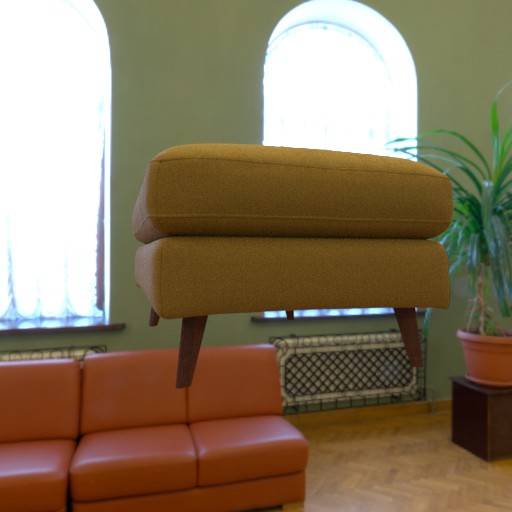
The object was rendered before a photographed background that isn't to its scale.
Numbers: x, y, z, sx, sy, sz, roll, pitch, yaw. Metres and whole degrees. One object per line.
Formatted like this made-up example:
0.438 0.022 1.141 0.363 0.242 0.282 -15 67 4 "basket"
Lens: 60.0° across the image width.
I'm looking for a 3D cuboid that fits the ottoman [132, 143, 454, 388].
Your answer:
0.000 0.000 1.160 0.608 0.449 0.811 0 0 -17 "ottoman"
